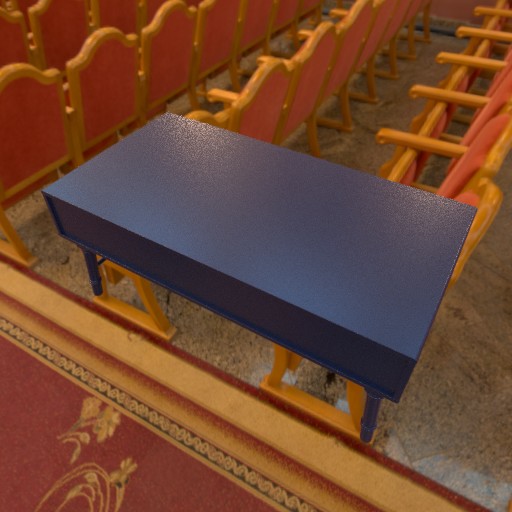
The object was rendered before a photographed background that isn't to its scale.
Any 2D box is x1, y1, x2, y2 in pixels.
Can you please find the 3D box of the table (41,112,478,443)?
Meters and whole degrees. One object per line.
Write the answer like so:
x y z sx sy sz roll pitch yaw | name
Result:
0.000 0.000 1.376 1.067 0.457 0.572 23 49 22 | table
